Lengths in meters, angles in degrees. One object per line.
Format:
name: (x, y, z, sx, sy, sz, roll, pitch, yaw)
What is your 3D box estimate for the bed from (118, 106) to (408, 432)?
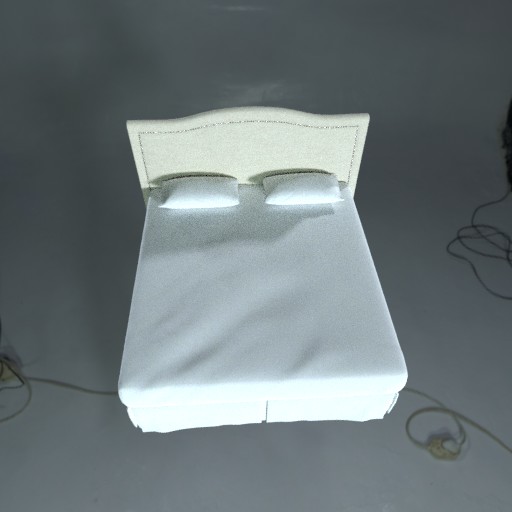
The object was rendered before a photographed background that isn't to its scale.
bed: (0.000, 0.000, 3.530, 2.083, 1.421, 2.182, -2, 47, -2)
